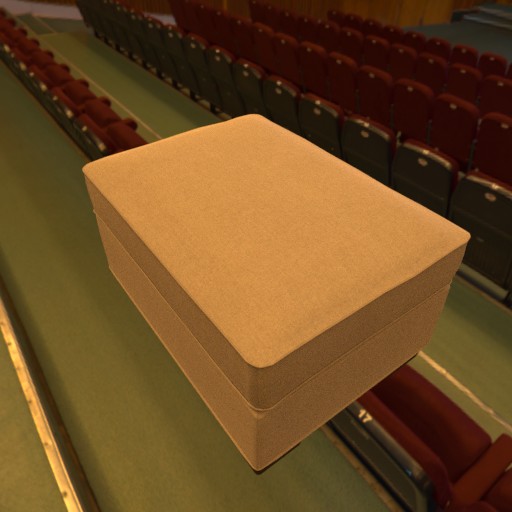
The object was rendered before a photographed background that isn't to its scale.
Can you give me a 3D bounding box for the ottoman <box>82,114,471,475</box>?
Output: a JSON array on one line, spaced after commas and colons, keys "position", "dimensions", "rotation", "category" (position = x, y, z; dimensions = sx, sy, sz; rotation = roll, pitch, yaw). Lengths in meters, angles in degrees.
[{"position": [0.000, 0.000, 1.243], "dimensions": [0.617, 0.503, 0.846], "rotation": [-26, 47, -26], "category": "ottoman"}]
